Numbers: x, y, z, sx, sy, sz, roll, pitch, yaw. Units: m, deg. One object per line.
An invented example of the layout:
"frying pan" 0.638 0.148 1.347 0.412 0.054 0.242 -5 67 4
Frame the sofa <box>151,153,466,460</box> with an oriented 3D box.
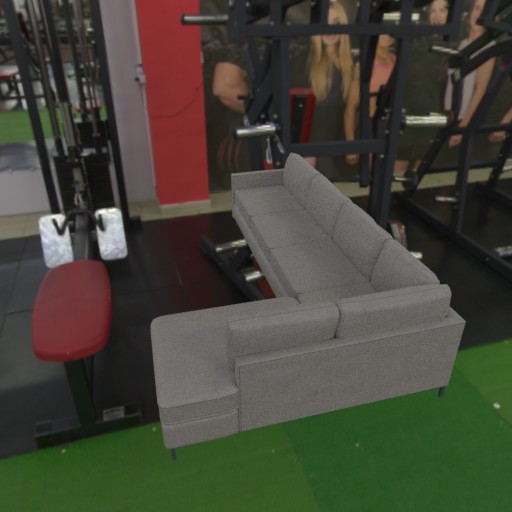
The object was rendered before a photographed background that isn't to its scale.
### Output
"sofa" 0.000 0.000 4.244 2.077 0.964 3.331 -8 31 -13
